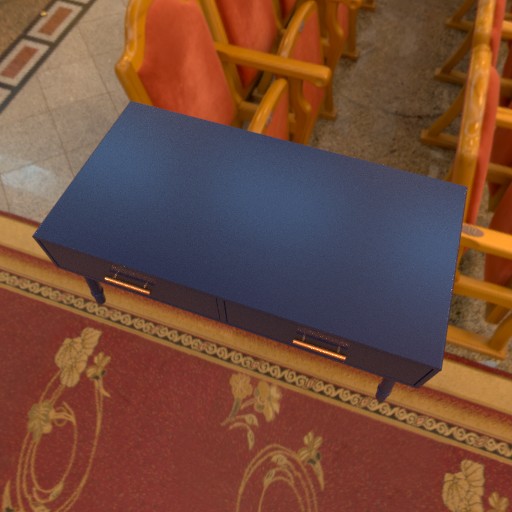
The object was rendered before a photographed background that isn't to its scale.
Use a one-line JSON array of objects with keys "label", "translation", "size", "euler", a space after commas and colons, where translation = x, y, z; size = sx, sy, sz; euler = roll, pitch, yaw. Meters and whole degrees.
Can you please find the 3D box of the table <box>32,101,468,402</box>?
[{"label": "table", "translation": [0.000, 0.000, 1.397], "size": [1.067, 0.457, 0.572], "euler": [17, 61, 10]}]
